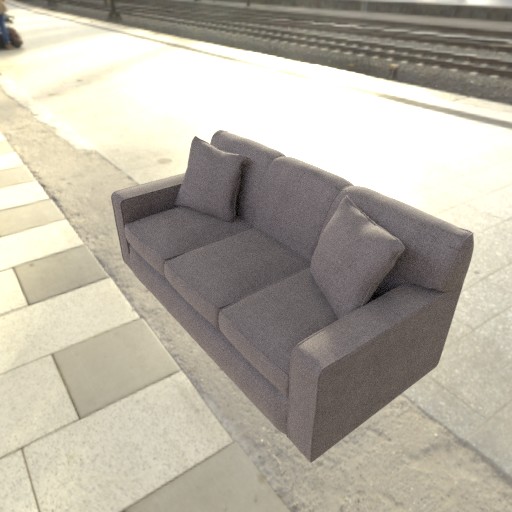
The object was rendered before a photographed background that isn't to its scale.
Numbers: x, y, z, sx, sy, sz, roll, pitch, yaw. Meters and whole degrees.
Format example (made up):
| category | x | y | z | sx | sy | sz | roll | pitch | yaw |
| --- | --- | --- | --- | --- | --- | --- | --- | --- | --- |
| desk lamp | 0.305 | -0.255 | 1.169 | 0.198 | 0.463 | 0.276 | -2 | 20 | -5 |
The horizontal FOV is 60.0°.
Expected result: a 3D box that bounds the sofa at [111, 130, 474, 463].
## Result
| category | x | y | z | sx | sy | sz | roll | pitch | yaw |
| --- | --- | --- | --- | --- | --- | --- | --- | --- | --- |
| sofa | 0.000 | 0.000 | 2.609 | 0.997 | 0.958 | 2.024 | -22 | 39 | -31 |
